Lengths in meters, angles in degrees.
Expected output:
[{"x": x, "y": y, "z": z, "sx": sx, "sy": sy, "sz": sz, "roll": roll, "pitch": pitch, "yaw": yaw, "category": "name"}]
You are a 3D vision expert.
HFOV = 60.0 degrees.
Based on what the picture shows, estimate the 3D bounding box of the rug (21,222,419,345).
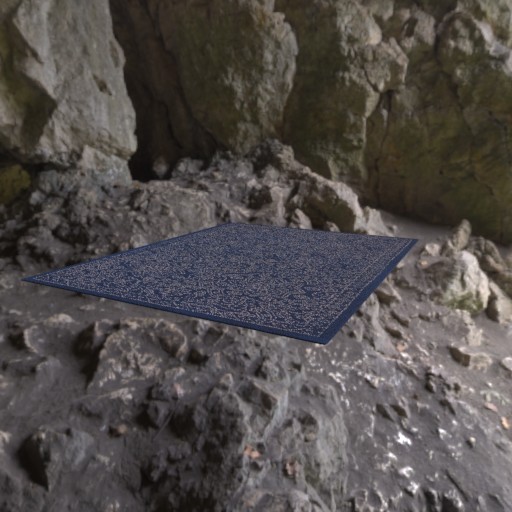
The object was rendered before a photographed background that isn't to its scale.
[{"x": 0.000, "y": 0.000, "z": 4.115, "sx": 2.438, "sy": 0.010, "sz": 3.048, "roll": 7, "pitch": 15, "yaw": 27, "category": "rug"}]
